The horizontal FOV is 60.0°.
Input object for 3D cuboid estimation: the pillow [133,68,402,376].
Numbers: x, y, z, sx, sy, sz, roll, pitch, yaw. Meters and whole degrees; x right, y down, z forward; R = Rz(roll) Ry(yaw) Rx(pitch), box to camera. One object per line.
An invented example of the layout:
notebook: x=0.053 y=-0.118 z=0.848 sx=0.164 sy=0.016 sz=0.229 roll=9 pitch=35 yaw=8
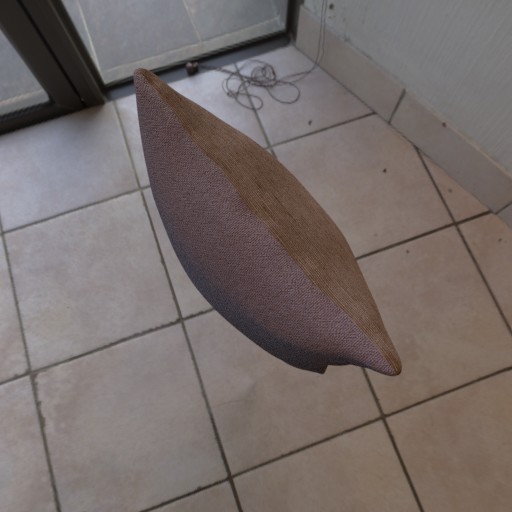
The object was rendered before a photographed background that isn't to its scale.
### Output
pillow: x=0.000 y=0.000 z=0.681 sx=0.204 sy=0.439 sz=0.452 roll=-37 pitch=77 yaw=-10
